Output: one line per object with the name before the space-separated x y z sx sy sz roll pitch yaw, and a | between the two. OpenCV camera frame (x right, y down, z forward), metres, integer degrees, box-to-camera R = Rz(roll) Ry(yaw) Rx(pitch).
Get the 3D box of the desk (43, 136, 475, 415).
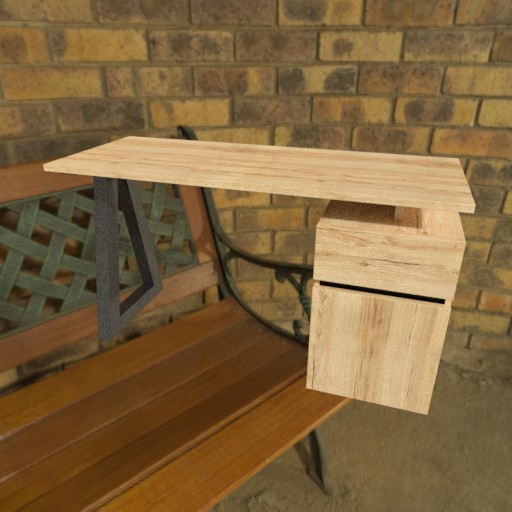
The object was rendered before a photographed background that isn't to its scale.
desk | 0.000 0.000 1.768 1.400 0.760 0.550 8 27 16
